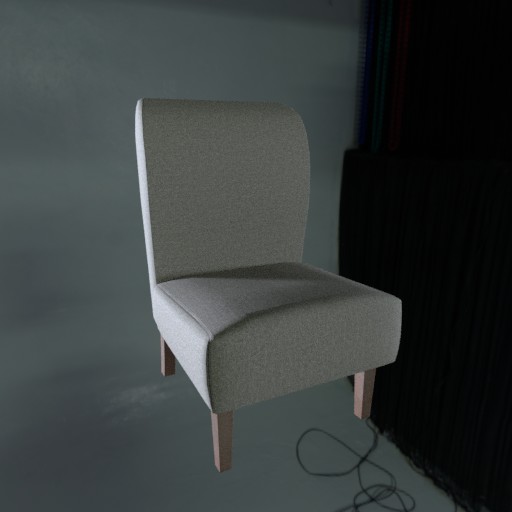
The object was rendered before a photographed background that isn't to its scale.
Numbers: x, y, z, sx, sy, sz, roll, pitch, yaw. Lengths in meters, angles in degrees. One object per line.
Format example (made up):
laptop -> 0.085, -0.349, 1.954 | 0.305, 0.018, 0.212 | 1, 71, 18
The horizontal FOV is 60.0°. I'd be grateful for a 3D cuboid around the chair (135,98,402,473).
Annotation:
chair -> 0.000, 0.000, 1.160 | 0.513, 0.804, 0.592 | -8, 17, -27
